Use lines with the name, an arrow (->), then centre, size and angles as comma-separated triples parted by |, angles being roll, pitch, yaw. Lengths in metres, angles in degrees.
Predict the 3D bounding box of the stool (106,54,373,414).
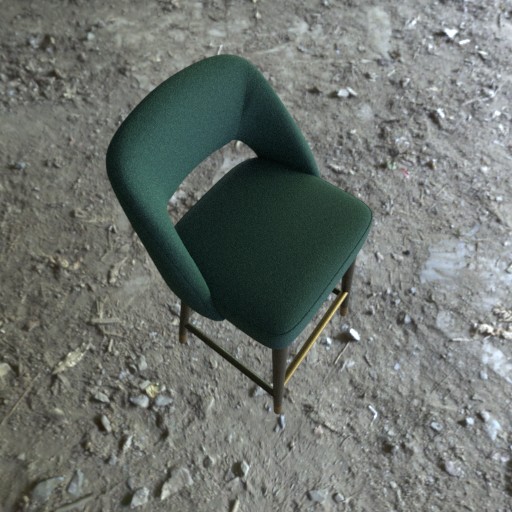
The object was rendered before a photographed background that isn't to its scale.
stool -> 0.000, 0.000, 1.265 | 0.522, 0.939, 0.536 | 31, 63, 18
